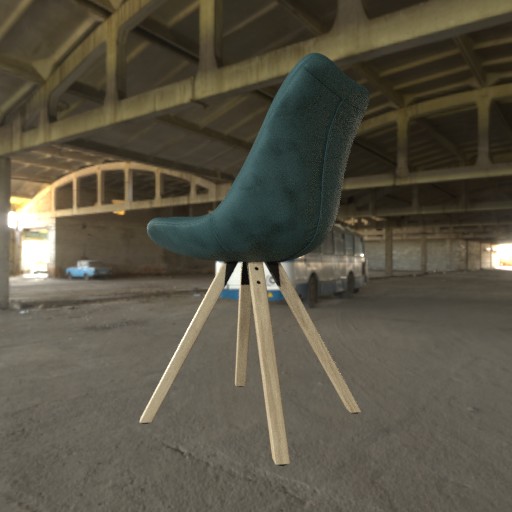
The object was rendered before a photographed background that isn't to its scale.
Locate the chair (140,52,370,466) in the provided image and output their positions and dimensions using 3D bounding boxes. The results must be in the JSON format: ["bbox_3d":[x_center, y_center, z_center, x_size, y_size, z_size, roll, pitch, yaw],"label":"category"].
[{"bbox_3d":[0.000,0.000,1.193,0.547,0.865,0.483,0,0,36],"label":"chair"}]
